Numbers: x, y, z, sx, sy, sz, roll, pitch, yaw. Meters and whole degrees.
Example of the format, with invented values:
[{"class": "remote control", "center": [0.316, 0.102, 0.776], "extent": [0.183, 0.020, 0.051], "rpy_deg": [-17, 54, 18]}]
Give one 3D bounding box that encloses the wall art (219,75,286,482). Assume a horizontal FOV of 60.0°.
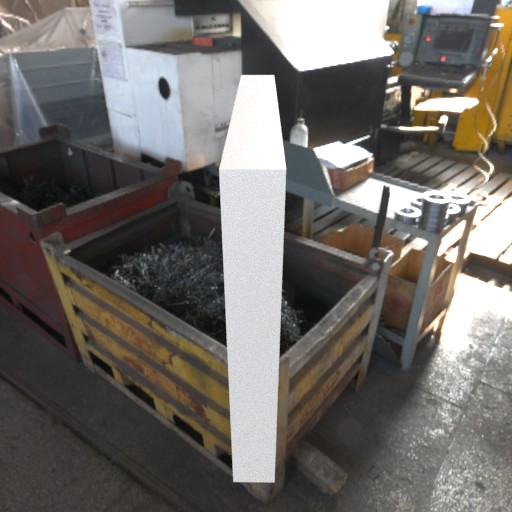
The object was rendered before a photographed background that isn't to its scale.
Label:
[{"class": "wall art", "center": [0.000, 0.000, 0.459], "extent": [0.038, 0.302, 0.305], "rpy_deg": [0, 32, 1]}]
